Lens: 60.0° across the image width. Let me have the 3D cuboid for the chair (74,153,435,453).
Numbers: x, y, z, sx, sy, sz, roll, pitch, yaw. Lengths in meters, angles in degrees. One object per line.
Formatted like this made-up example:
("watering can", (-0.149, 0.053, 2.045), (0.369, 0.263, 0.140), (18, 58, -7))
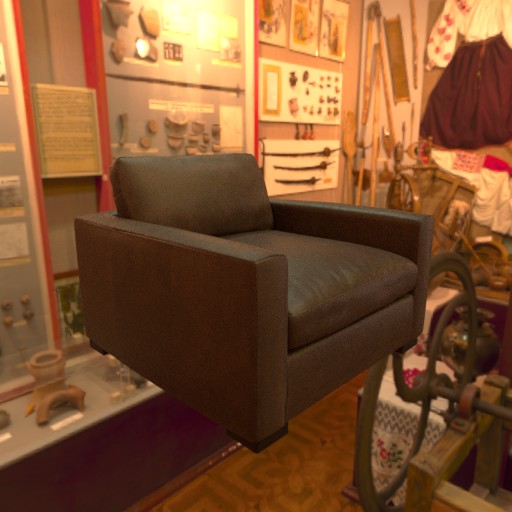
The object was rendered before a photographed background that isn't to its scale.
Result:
("chair", (0.000, 0.000, 1.826), (1.069, 0.812, 1.100), (13, 19, 43))
